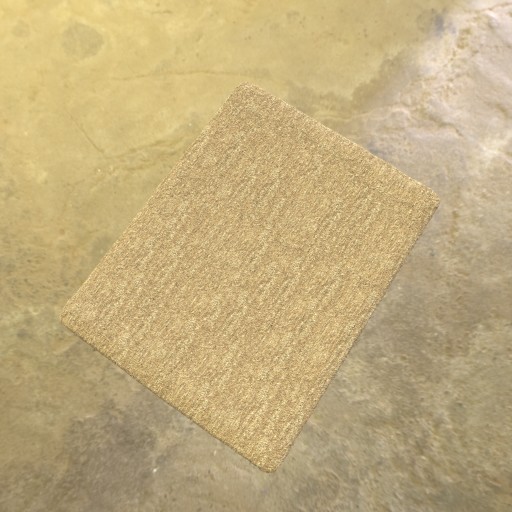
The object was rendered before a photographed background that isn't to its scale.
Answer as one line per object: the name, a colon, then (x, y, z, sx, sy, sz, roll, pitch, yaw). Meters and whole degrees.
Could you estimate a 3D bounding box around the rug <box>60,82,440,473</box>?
rug: (0.000, 0.000, 3.908, 2.242, 0.050, 2.873, 33, 79, 8)
